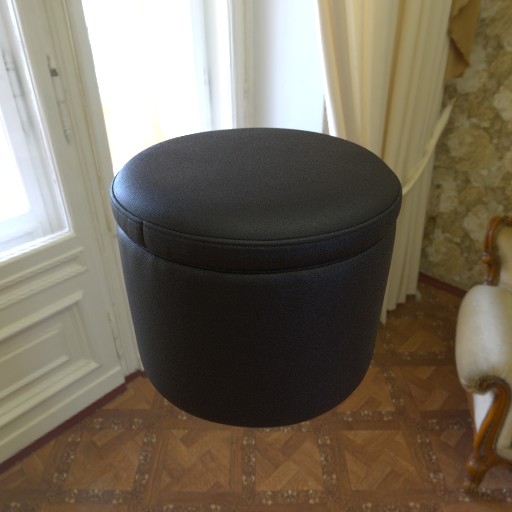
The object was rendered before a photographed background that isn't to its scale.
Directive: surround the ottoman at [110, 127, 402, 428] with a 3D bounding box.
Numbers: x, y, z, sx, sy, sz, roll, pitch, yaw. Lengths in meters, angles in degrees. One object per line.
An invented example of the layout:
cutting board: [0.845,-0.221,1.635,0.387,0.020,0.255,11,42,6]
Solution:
ottoman: [0.000,0.000,0.867,0.501,0.409,0.501,0,31,0]
